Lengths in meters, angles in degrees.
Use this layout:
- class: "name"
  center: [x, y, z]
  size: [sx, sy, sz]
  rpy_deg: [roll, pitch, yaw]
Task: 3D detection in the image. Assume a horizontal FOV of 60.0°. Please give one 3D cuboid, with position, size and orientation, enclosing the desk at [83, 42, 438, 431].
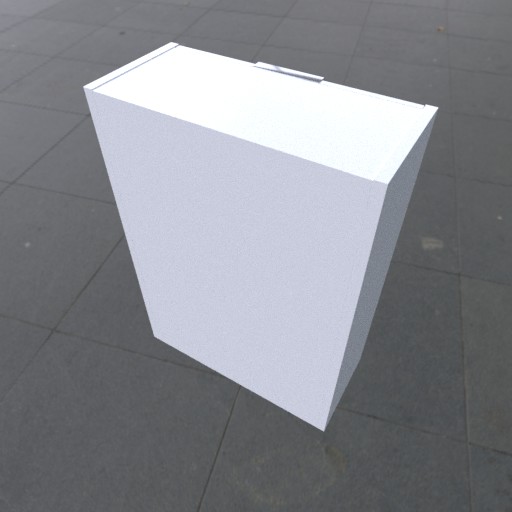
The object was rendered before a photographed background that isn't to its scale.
- class: "desk"
  center: [0.000, 0.000, 1.579]
  size: [0.850, 1.190, 0.390]
  rpy_deg: [23, 50, 21]
